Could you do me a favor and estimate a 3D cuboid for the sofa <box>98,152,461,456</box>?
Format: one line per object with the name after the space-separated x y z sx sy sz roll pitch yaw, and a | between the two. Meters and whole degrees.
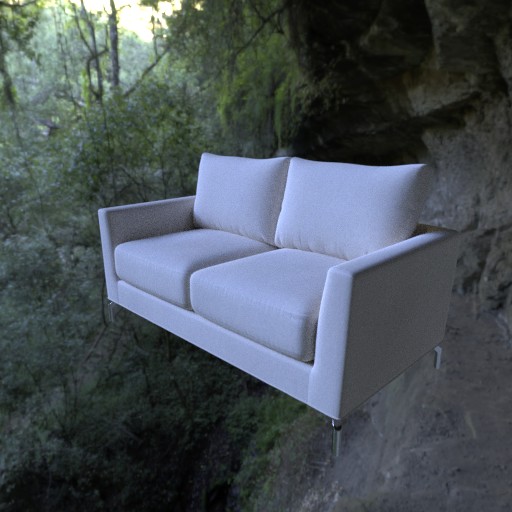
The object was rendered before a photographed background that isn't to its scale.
0.000 0.000 2.332 1.739 0.995 0.906 15 22 43 | sofa
